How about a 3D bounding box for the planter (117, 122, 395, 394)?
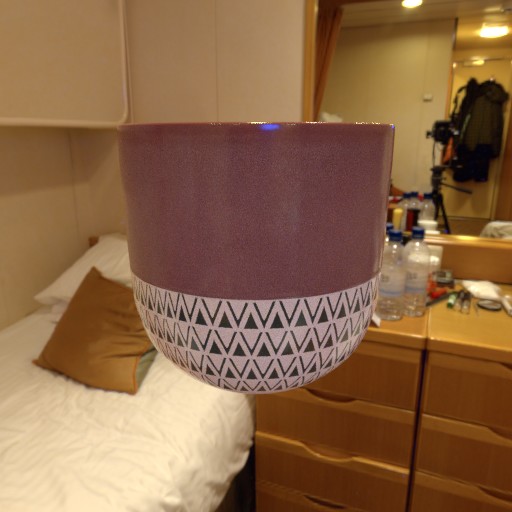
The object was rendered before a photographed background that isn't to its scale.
[{"bbox_3d":[0.000,0.000,0.477,0.266,0.270,0.266,0,15,0],"label":"planter"}]
